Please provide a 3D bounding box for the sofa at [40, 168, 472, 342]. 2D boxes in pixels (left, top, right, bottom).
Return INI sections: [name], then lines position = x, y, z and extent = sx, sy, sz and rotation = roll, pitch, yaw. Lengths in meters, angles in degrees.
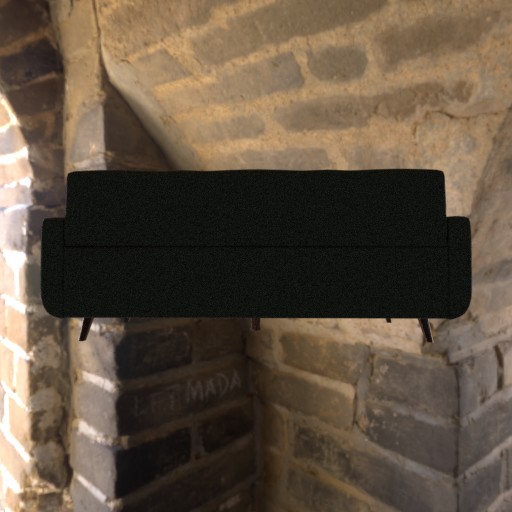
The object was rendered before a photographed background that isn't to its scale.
[sofa]
position = 0.000, 0.000, 2.523
extent = 2.029, 0.841, 0.909
rotation = 0, -1, 1
